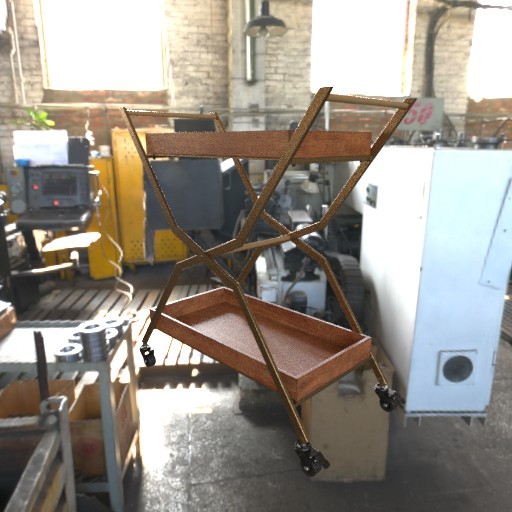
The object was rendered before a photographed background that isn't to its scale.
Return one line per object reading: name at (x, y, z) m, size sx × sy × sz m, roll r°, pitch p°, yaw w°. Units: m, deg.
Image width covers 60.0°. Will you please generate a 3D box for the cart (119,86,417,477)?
cart at (0.000, 0.000, 1.328) m, size 0.405 × 0.869 × 0.836 m, roll -14°, pitch 20°, yaw -43°
